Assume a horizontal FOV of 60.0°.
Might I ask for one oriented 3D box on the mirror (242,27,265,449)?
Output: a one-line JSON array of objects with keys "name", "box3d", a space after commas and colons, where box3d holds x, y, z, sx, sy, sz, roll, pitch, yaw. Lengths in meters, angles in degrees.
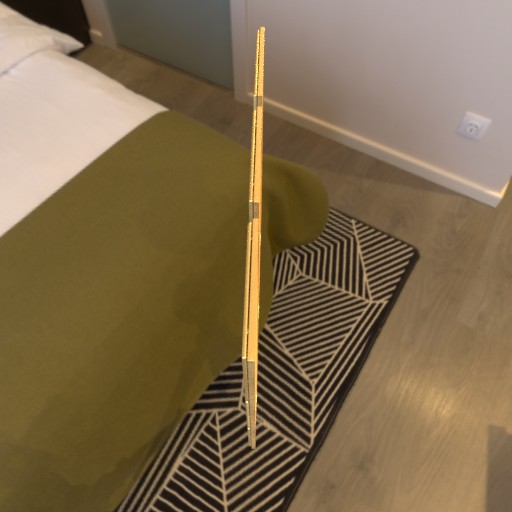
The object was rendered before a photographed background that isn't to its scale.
[{"name": "mirror", "box3d": [0.000, 0.000, 1.428, 0.023, 0.926, 1.011, 1, 58, 1]}]
